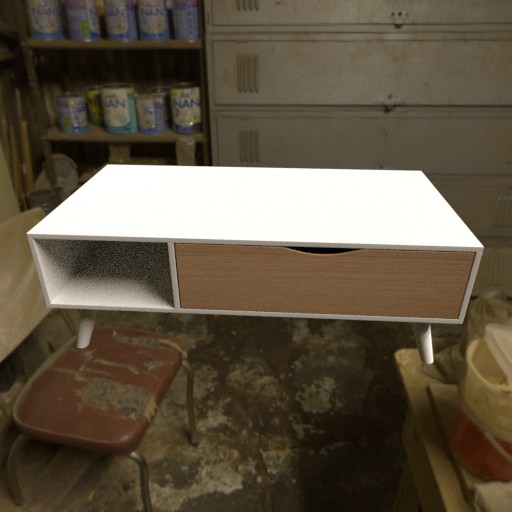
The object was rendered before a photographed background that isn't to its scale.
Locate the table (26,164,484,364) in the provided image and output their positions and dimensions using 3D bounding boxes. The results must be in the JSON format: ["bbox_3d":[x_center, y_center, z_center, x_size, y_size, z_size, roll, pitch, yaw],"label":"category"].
[{"bbox_3d":[0.000,0.000,1.523,1.194,0.432,0.609,2,29,3],"label":"table"}]
